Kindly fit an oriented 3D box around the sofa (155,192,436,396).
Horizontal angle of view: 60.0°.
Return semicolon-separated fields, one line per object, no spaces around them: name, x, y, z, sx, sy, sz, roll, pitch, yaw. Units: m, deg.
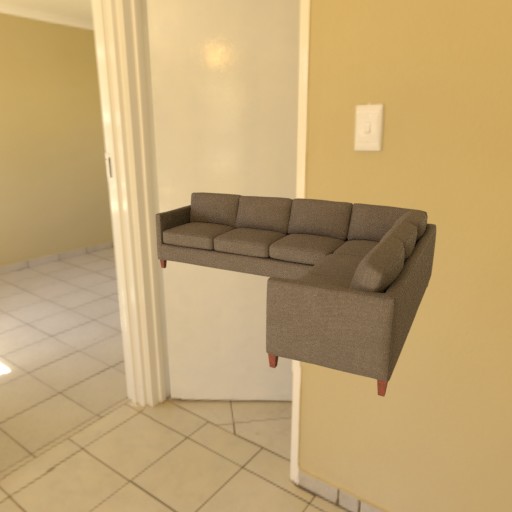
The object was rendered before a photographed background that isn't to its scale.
sofa;0.000;0.000;4.671;3.302;0.947;2.593;8;18;26
